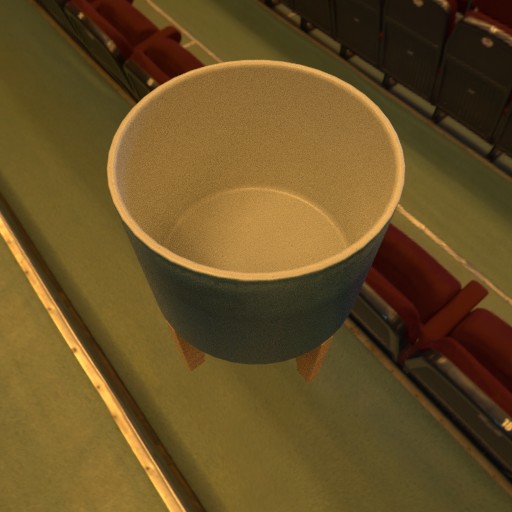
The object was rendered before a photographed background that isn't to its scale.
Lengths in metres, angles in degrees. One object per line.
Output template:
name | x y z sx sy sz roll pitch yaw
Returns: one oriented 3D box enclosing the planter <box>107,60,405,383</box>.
planter | 0.000 0.000 0.401 0.192 0.263 0.192 0 58 0
